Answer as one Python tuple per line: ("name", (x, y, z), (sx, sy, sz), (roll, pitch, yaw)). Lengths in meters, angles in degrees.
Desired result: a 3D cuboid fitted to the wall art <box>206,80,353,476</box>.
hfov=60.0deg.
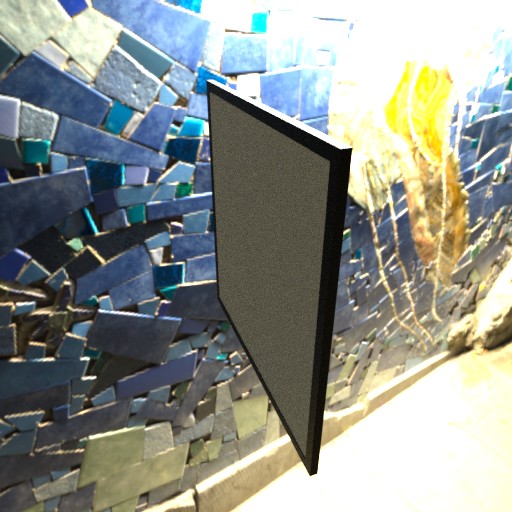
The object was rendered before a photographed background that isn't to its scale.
("wall art", (0.000, 0.000, 1.218), (0.022, 0.807, 0.807), (-10, 31, -18))
